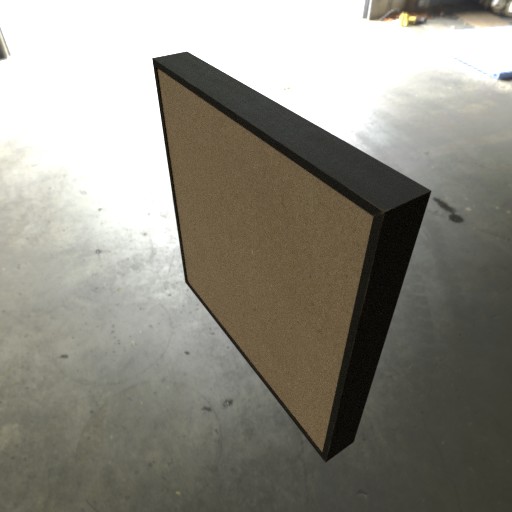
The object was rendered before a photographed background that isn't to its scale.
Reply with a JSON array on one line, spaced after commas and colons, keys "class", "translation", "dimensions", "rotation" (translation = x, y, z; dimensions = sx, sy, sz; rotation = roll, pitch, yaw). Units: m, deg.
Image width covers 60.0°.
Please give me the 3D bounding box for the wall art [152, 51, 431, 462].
[{"class": "wall art", "translation": [0.000, 0.000, 0.441], "dimensions": [0.038, 0.305, 0.305], "rotation": [-24, 47, -25]}]
